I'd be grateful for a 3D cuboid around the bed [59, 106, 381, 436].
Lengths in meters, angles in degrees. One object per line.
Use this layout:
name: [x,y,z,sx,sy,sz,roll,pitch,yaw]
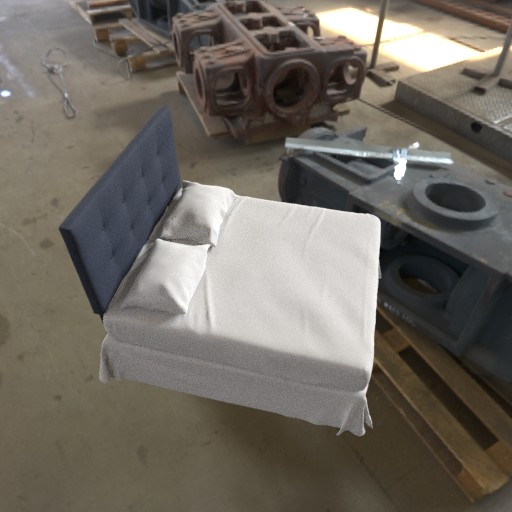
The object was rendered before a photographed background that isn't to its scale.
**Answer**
bed: [0.000,0.000,3.578,2.222,1.577,1.936,10,46,10]
